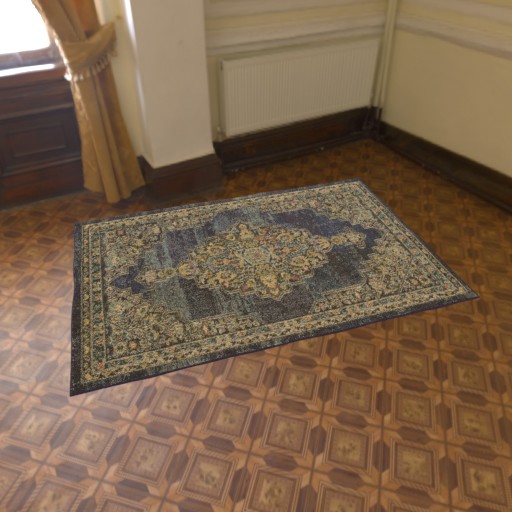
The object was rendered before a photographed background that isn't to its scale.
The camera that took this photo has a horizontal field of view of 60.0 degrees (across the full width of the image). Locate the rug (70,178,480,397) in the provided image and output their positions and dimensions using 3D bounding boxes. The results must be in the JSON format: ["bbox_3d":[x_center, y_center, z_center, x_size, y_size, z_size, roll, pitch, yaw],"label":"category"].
[{"bbox_3d":[0.000,0.000,2.255,1.781,0.012,1.184,-11,40,-13],"label":"rug"}]
